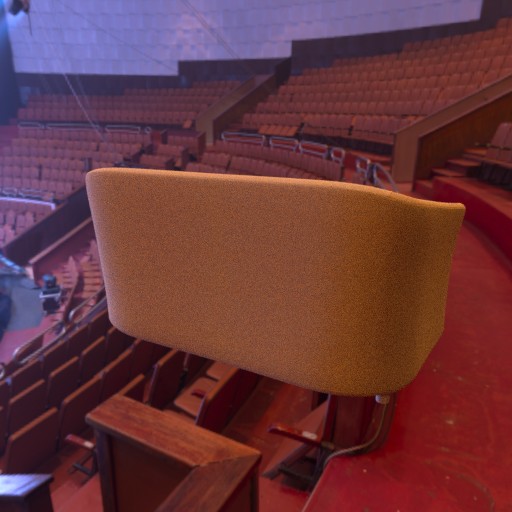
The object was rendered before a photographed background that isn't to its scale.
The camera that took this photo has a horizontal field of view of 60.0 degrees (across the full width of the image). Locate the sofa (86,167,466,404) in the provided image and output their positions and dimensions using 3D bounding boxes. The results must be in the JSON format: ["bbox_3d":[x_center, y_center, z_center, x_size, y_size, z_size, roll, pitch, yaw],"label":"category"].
[{"bbox_3d":[0.000,0.000,1.799,1.452,0.721,0.705,9,19,28],"label":"sofa"}]
